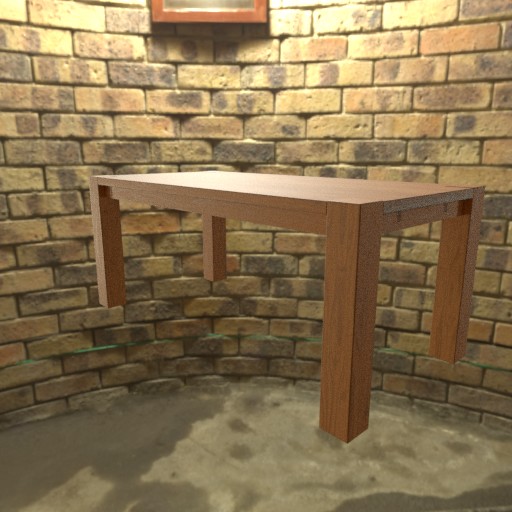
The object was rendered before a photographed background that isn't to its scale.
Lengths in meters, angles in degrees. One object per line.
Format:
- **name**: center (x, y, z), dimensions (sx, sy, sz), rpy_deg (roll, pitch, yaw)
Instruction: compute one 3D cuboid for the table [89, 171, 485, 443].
- **table**: center (0.000, 0.000, 2.249), dimensions (0.900, 0.760, 1.800), rpy_deg (-12, 18, -42)
